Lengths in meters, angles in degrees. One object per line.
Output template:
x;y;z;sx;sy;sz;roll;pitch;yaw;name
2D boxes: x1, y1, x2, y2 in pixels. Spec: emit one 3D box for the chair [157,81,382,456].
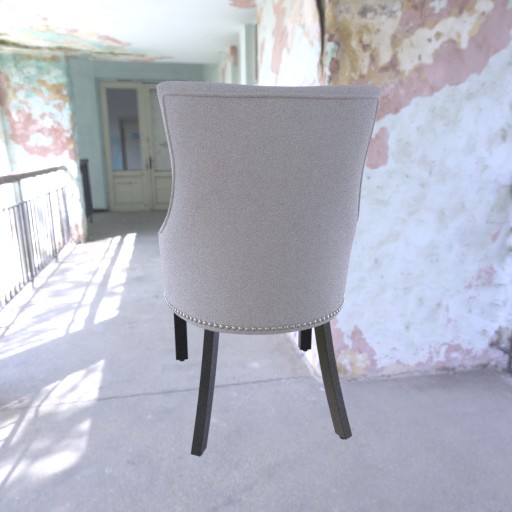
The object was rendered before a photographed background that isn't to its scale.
0.000;0.000;1.318;0.566;0.909;0.629;-2;15;-9;chair
